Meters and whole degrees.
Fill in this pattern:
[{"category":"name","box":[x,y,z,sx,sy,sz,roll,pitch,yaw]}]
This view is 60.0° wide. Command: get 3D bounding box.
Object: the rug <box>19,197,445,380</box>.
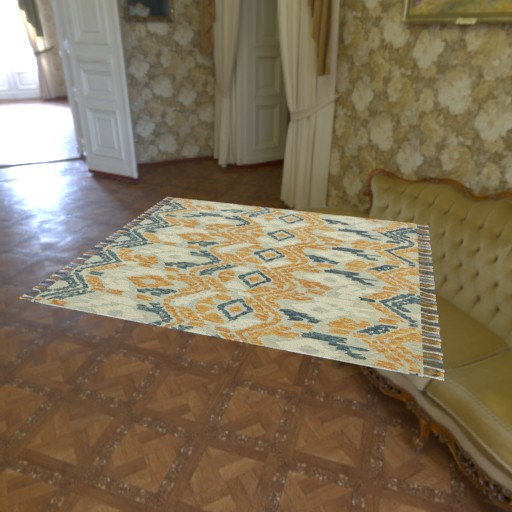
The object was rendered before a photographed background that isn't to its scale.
[{"category":"rug","box":[0.000,0.000,4.012,3.048,0.010,2.439,8,28,15]}]
